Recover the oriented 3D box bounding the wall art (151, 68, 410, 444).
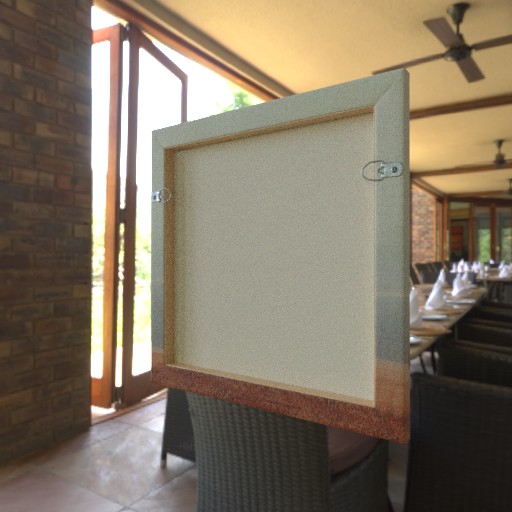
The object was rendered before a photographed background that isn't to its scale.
[{"bbox_3d":[0.000,0.000,0.601,0.405,0.405,0.023,0,0,36],"label":"wall art"}]
